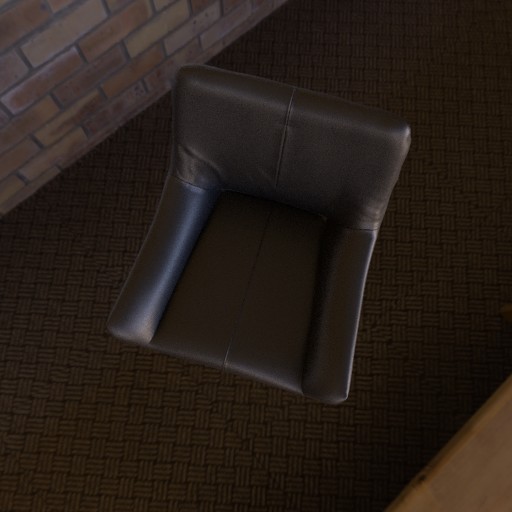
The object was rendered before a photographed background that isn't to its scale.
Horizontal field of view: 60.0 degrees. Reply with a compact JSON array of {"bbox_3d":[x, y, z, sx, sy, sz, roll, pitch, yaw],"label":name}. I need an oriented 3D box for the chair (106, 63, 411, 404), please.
[{"bbox_3d":[0.000,0.000,1.555,0.836,0.922,0.826,16,77,4],"label":"chair"}]
